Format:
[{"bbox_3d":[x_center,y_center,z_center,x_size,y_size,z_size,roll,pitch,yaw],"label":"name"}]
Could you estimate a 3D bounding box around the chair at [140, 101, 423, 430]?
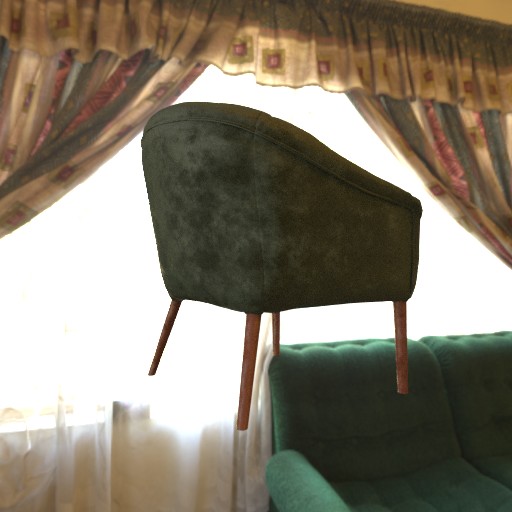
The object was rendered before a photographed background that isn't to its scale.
[{"bbox_3d":[0.000,0.000,1.535,0.776,0.885,0.851,1,-1,-34],"label":"chair"}]
